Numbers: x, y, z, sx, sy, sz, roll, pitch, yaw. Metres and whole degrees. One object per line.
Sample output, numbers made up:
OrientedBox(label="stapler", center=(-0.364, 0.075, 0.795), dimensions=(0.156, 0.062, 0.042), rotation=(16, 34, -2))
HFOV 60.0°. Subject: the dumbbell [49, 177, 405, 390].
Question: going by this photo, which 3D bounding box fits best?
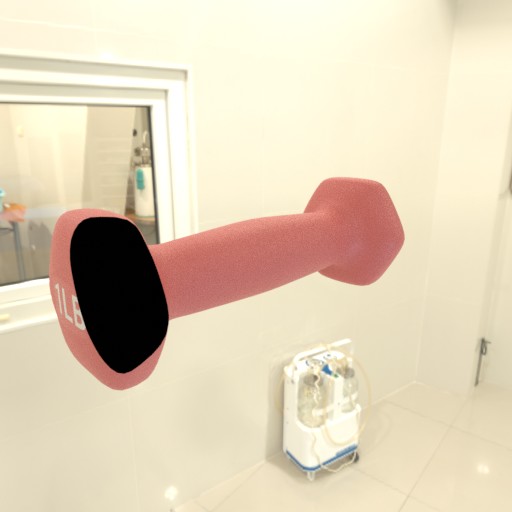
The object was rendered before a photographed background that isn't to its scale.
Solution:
OrientedBox(label="dumbbell", center=(0.000, 0.000, 0.146), dimensions=(0.123, 0.043, 0.047), rotation=(-15, 22, -42))
